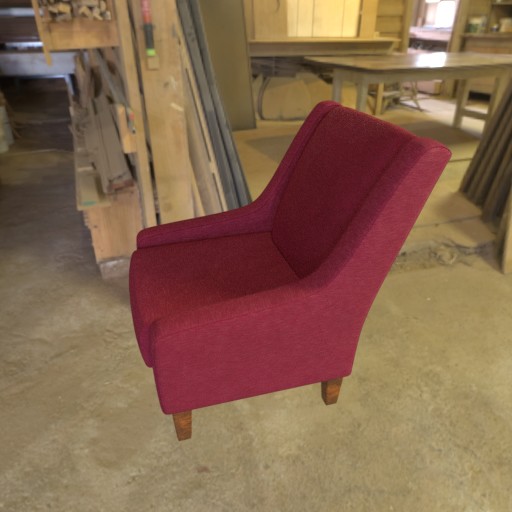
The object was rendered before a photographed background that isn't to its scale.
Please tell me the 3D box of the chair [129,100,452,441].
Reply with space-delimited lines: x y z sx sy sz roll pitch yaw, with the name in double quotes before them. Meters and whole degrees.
"chair" 0.000 0.000 1.732 0.985 1.017 0.793 -8 30 -15
